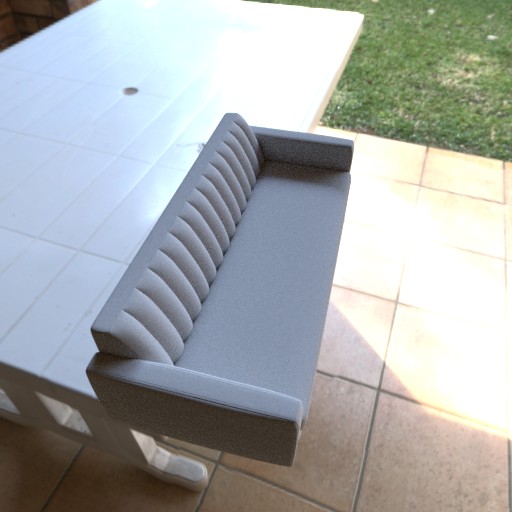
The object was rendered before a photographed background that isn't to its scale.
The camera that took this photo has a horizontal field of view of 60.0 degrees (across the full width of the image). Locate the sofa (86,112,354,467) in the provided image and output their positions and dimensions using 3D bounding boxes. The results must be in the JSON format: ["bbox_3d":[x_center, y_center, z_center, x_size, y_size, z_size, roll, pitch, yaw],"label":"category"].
[{"bbox_3d":[0.000,0.000,2.774,0.990,0.821,2.291,11,47,10],"label":"sofa"}]
